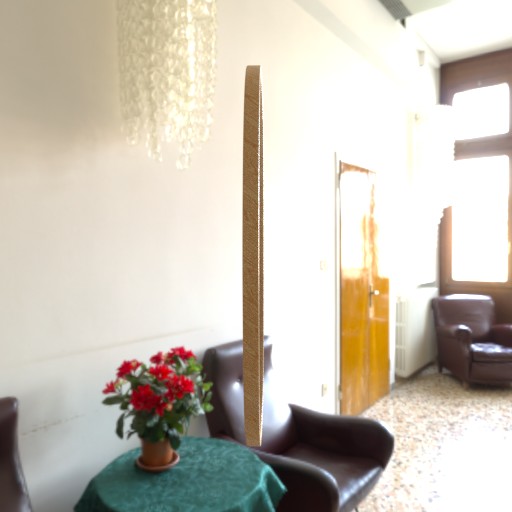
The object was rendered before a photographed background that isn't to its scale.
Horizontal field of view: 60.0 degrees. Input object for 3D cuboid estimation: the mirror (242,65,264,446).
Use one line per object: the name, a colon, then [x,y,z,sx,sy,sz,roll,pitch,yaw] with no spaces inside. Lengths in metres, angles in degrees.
mirror: [0.000,0.000,1.350,0.037,1.075,0.724,0,1,2]
